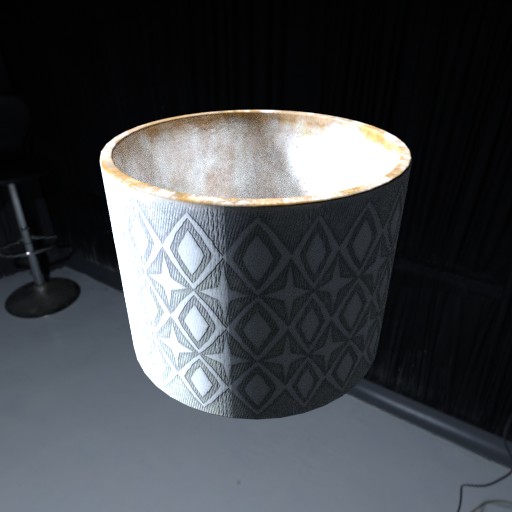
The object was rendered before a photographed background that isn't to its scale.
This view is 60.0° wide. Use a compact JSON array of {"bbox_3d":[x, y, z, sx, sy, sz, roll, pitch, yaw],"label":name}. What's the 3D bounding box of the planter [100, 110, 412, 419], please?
[{"bbox_3d":[0.000,0.000,0.433,0.255,0.223,0.255,0,31,0],"label":"planter"}]
